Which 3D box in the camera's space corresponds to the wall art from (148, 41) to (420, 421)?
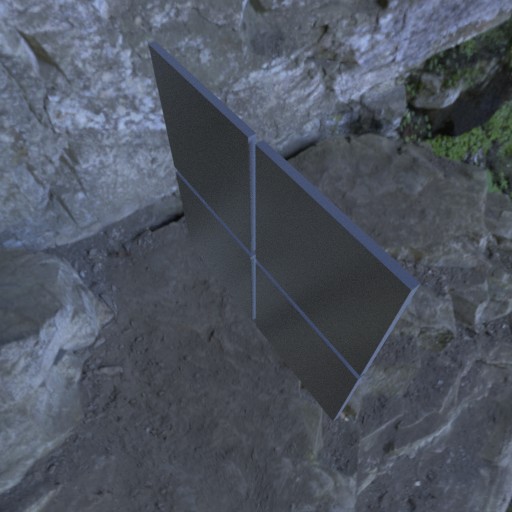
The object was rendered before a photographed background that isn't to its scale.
[{"bbox_3d":[0.000,0.000,1.636,0.029,1.118,1.118,-32,62,-19],"label":"wall art"}]
